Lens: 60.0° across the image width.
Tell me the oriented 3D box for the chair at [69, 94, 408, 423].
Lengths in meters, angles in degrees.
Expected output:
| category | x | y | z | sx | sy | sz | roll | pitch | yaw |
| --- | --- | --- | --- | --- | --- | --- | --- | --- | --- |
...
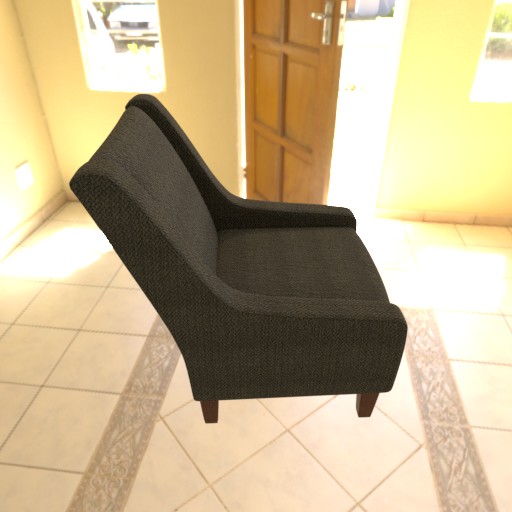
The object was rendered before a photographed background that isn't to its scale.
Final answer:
| category | x | y | z | sx | sy | sz | roll | pitch | yaw |
| --- | --- | --- | --- | --- | --- | --- | --- | --- | --- |
| chair | 0.000 | 0.000 | 1.664 | 0.944 | 1.012 | 0.793 | -1 | 34 | -2 |
